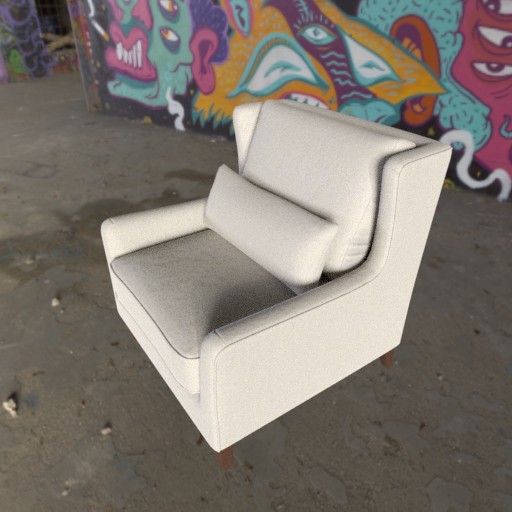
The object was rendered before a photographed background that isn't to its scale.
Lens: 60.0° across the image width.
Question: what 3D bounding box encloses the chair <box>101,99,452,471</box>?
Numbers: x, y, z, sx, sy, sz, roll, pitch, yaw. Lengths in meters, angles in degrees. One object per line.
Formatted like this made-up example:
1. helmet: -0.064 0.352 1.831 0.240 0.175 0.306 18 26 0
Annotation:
1. chair: 0.000 0.000 1.842 1.040 1.056 0.982 -20 36 -29
